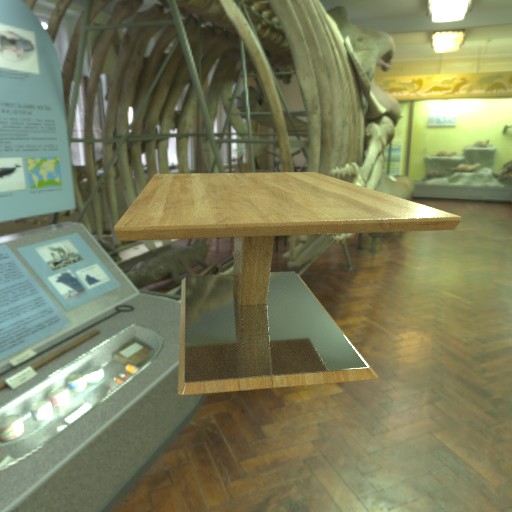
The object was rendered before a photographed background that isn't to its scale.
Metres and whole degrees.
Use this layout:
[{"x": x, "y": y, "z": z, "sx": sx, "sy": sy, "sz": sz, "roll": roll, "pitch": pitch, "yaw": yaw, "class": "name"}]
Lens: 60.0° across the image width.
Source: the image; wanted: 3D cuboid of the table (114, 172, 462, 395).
[{"x": 0.000, "y": 0.000, "z": 1.444, "sx": 0.692, "sy": 0.441, "sz": 1.100, "roll": -2, "pitch": 16, "yaw": -8, "class": "table"}]
